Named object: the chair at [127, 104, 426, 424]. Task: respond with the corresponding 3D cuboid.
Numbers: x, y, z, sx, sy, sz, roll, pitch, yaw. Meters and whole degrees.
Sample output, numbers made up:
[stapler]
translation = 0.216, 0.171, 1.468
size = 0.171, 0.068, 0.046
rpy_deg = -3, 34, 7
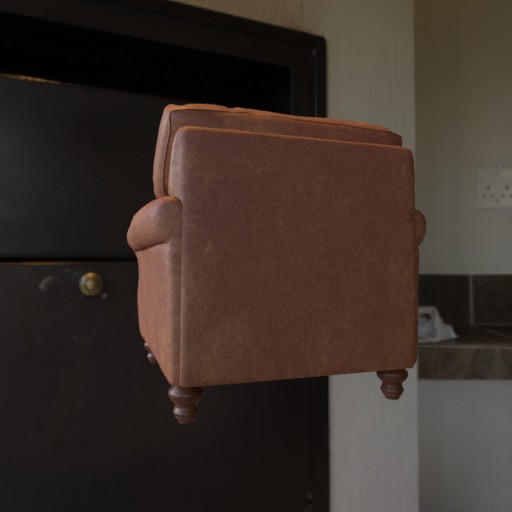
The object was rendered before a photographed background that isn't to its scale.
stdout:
[chair]
translation = 0.000, 0.000, 1.775
size = 0.983, 0.962, 0.986
rpy_deg = 0, -1, -19
